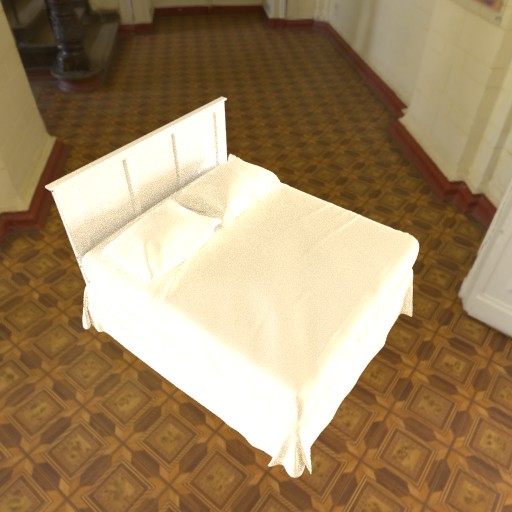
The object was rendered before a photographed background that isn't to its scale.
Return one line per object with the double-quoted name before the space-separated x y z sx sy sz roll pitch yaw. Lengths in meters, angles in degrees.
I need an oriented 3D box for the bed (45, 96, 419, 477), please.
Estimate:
"bed" 0.000 0.000 3.159 2.047 1.269 1.876 27 49 26
